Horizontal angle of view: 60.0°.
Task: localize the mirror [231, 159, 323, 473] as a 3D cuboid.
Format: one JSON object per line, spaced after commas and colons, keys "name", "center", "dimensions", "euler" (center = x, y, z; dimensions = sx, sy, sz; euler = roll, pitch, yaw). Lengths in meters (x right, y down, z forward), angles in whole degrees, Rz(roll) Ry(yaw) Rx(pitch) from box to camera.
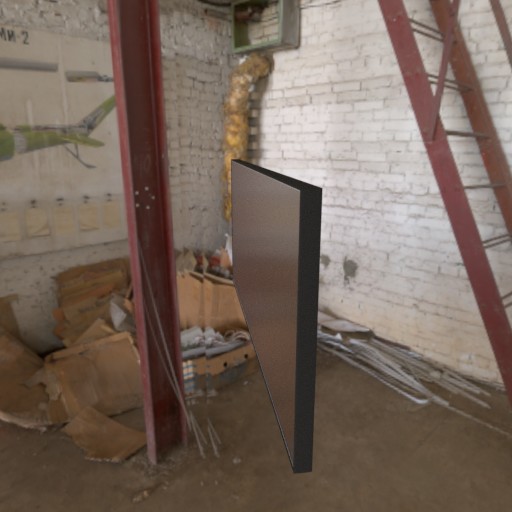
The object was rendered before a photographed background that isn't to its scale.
{"name": "mirror", "center": [0.000, 0.000, 1.754], "dimensions": [0.047, 0.692, 1.584], "euler": [-2, 15, -8]}
